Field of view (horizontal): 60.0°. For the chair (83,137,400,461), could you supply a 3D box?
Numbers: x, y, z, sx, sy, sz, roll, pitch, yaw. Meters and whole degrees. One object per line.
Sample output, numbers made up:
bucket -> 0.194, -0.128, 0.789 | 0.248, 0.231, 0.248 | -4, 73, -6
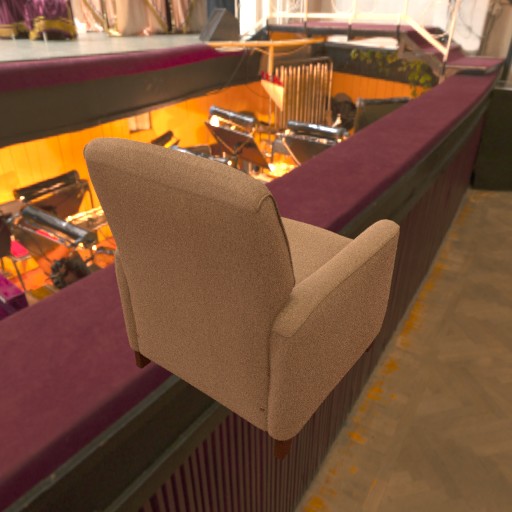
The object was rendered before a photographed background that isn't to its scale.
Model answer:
chair -> 0.000, 0.000, 1.669 | 0.848, 1.014, 0.864 | 21, 36, 32
